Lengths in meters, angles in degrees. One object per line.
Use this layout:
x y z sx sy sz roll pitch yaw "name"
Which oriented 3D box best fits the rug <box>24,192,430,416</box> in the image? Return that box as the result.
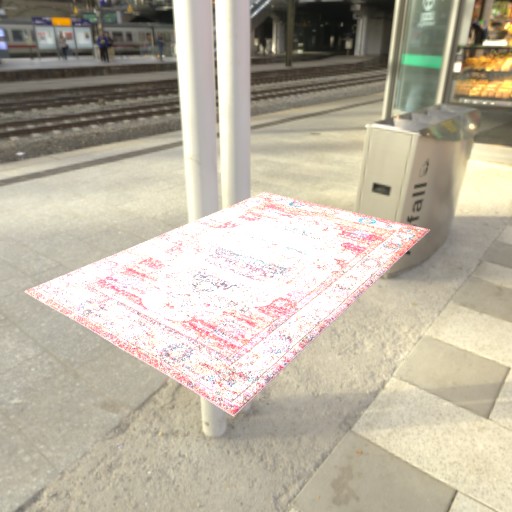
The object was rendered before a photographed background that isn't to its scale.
0.000 0.000 2.306 1.219 0.006 1.829 18 31 33 "rug"
